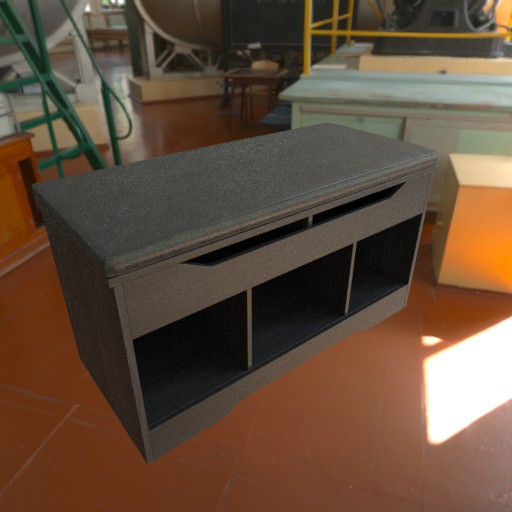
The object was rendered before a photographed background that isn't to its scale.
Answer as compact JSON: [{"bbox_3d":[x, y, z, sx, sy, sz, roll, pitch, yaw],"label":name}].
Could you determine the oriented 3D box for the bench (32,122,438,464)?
[{"bbox_3d":[0.000,0.000,1.166,0.905,0.501,0.401,-21,36,-32],"label":"bench"}]
